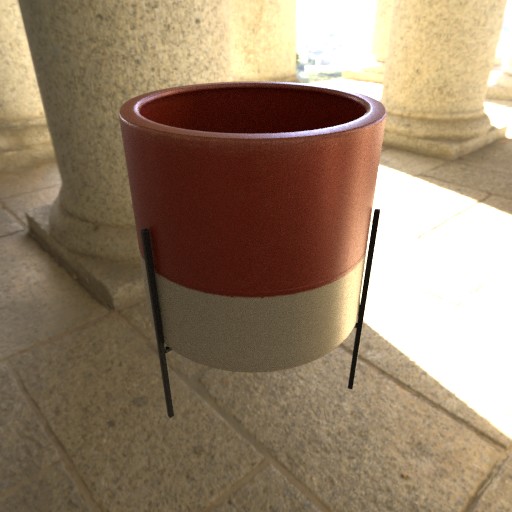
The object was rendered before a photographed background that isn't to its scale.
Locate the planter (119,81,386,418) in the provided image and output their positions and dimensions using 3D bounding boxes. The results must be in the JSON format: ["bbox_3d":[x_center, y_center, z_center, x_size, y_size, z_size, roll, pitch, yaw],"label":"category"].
[{"bbox_3d":[0.000,0.000,0.698,0.354,0.465,0.345,10,32,16],"label":"planter"}]
